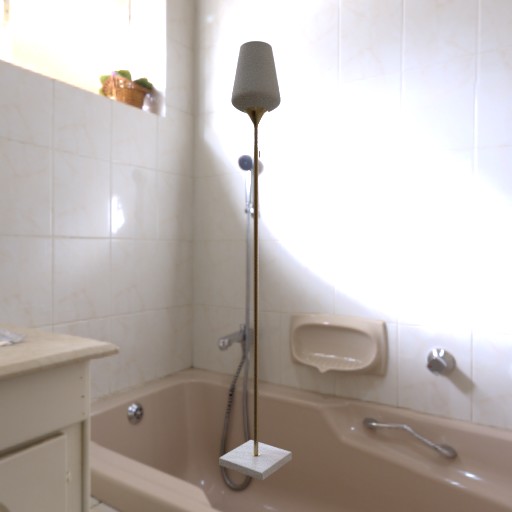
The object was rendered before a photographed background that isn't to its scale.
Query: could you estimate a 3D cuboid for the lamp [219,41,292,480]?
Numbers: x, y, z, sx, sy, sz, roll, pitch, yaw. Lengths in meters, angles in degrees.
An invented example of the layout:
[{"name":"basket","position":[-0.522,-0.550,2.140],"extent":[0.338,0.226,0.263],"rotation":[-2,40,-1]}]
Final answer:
[{"name":"lamp","position":[0.000,0.000,1.942],"extent":[0.229,1.813,0.232],"rotation":[0,0,36]}]
